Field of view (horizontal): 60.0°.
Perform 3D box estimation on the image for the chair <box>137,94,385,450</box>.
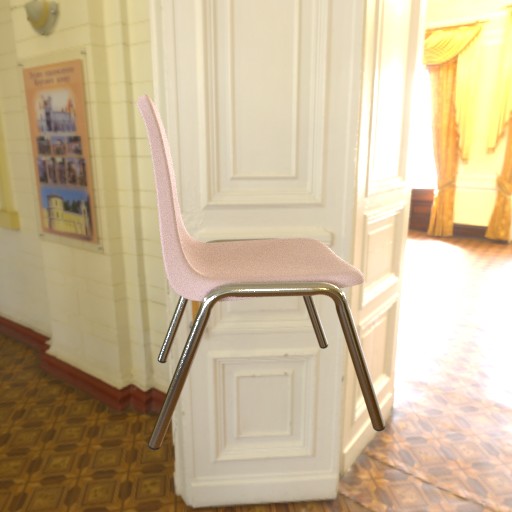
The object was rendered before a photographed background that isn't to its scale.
[{"bbox_3d":[0.000,0.000,0.864,0.423,0.586,0.354,-2,15,-9],"label":"chair"}]
